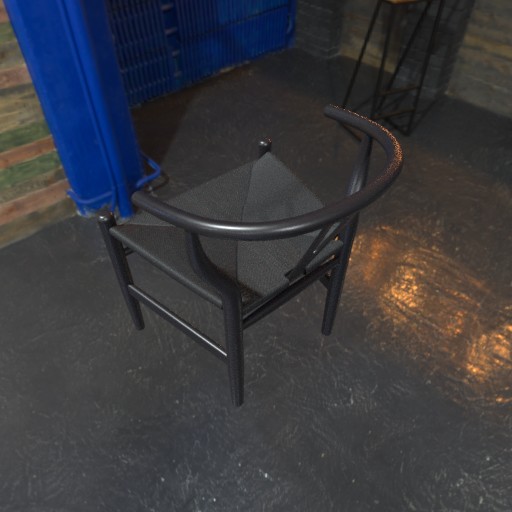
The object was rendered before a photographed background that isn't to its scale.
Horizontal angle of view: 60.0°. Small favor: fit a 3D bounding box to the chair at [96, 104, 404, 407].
[{"bbox_3d":[0.000,0.000,1.151,0.569,0.730,0.579,-31,53,-27],"label":"chair"}]
